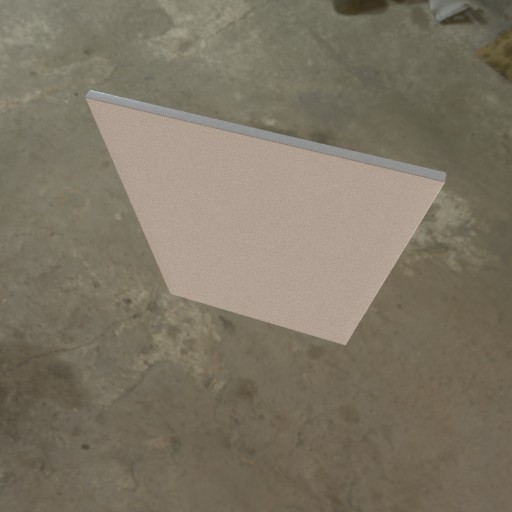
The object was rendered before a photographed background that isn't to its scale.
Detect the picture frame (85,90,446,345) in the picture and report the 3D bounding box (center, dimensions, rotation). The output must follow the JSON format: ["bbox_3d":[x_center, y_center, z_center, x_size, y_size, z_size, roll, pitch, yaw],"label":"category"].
[{"bbox_3d":[0.000,0.000,0.685,0.381,0.534,0.012,15,63,8],"label":"picture frame"}]
